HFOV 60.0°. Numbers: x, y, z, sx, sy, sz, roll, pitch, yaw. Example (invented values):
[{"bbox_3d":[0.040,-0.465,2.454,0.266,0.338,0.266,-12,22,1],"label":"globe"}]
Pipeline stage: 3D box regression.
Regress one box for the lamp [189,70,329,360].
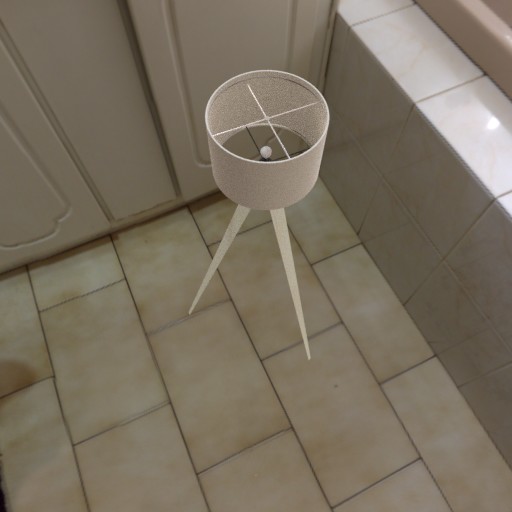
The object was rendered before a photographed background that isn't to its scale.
[{"bbox_3d":[0.000,0.000,1.896,0.716,1.524,0.724,-21,65,-10],"label":"lamp"}]
